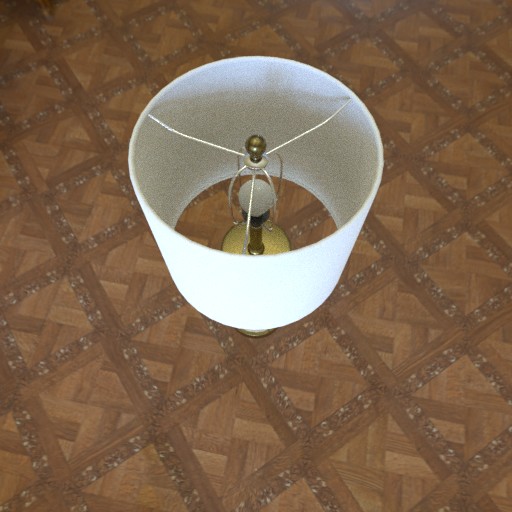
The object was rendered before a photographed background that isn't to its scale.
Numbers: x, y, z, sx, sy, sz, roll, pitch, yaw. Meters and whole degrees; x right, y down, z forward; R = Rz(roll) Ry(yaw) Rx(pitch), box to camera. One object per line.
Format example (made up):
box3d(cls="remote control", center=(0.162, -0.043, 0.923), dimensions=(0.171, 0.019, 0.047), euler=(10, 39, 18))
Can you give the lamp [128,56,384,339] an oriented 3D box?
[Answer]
box3d(cls="lamp", center=(0.000, 0.000, 0.806), dimensions=(0.305, 0.634, 0.305), euler=(-32, 68, -14))
